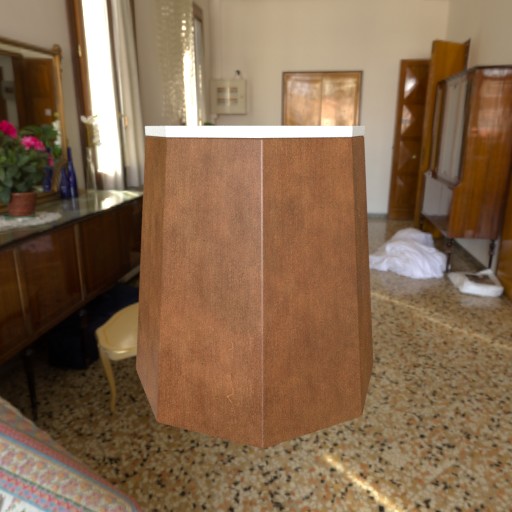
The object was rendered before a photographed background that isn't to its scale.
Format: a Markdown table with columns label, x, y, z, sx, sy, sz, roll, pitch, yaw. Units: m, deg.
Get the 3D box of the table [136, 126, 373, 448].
| label | x | y | z | sx | sy | sz | roll | pitch | yaw |
| --- | --- | --- | --- | --- | --- | --- | --- | --- | --- |
| table | 0.000 | 0.000 | 0.812 | 0.439 | 0.457 | 0.439 | -8 | 18 | -26 |
